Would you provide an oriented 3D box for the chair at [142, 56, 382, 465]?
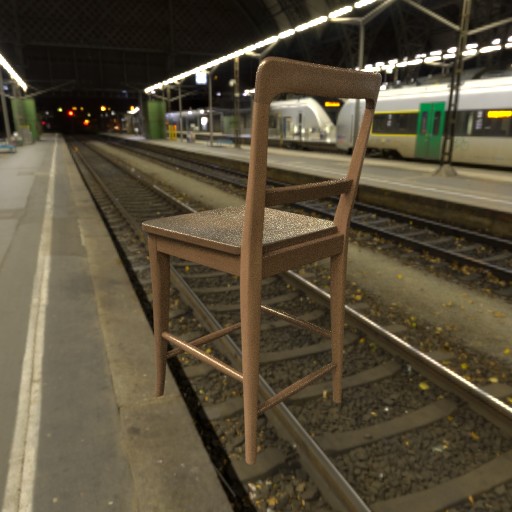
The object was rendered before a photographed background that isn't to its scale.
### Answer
[{"bbox_3d":[0.000,0.000,1.296,0.450,0.991,0.546,-15,22,-42],"label":"chair"}]
